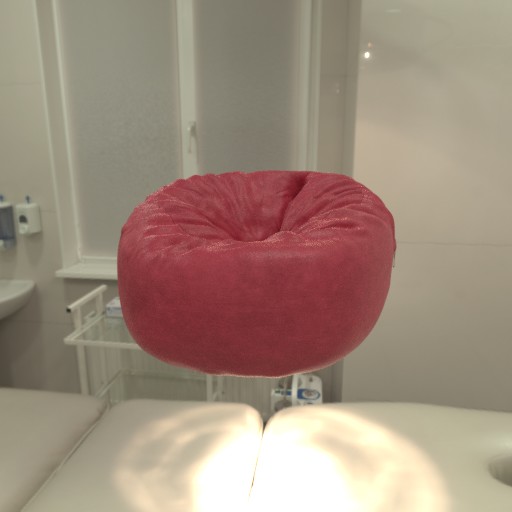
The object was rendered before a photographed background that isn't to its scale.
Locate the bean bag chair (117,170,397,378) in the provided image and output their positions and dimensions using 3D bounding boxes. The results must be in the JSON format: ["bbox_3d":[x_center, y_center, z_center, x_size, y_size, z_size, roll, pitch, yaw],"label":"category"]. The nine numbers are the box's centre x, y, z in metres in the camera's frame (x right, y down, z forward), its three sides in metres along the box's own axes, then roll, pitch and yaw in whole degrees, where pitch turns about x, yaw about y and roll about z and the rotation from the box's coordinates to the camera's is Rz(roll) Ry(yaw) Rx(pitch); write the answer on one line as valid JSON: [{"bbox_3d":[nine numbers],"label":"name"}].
[{"bbox_3d":[0.000,0.000,2.456,1.524,0.878,1.524,2,14,8],"label":"bean bag chair"}]
